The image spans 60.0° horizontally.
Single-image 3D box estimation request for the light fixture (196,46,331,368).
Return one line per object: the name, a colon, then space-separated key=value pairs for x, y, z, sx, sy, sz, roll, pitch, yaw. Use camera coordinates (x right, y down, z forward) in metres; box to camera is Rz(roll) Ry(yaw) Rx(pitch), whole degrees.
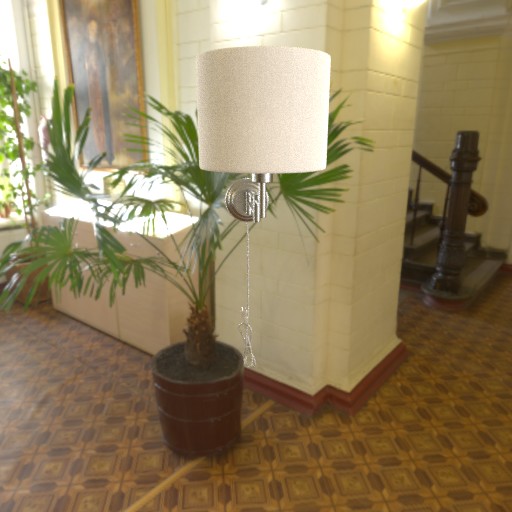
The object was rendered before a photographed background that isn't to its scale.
light fixture: x=0.000 y=0.000 z=1.061 sx=0.253 sy=0.842 sz=0.479 roll=-2 pitch=16 yaw=-7
